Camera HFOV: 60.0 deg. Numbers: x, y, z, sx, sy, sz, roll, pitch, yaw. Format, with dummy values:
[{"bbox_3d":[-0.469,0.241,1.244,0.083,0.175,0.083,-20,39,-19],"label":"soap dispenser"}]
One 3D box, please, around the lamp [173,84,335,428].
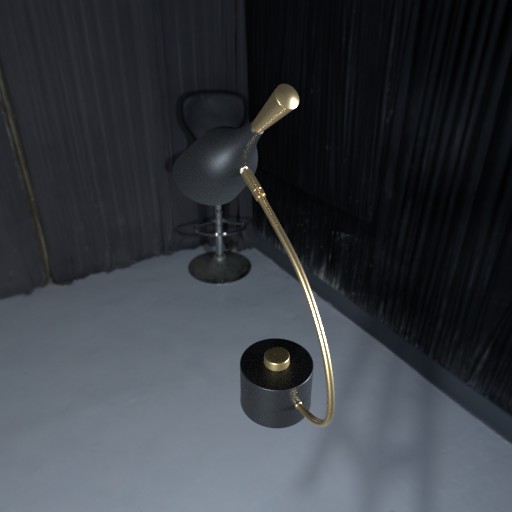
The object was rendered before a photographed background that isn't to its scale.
[{"bbox_3d":[0.000,0.000,0.614,0.110,0.464,0.352,-18,35,-28],"label":"lamp"}]
